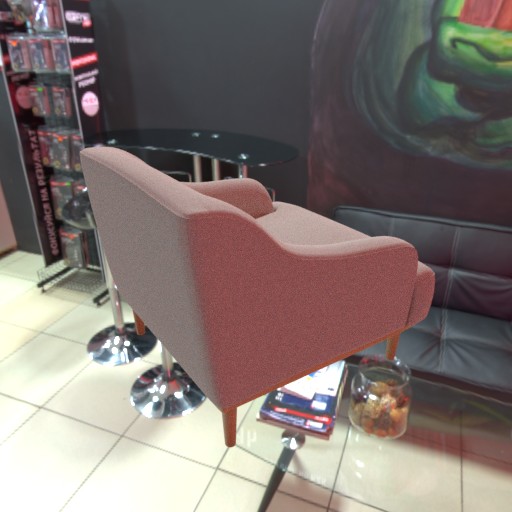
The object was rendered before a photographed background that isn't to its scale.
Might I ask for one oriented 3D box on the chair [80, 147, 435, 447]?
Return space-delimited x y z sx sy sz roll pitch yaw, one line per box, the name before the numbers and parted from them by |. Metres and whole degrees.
chair | 0.000 0.000 1.649 0.951 0.818 0.946 -18 31 -31
